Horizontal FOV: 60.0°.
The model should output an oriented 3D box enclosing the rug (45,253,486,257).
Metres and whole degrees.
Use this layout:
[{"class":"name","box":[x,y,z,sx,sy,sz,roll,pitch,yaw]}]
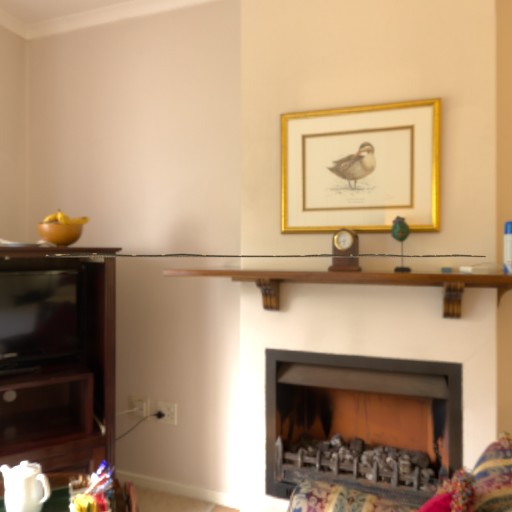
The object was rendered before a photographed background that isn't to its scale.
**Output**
[{"class":"rug","box":[0.000,0.000,3.025,2.448,0.017,1.529,0,0,-19]}]
